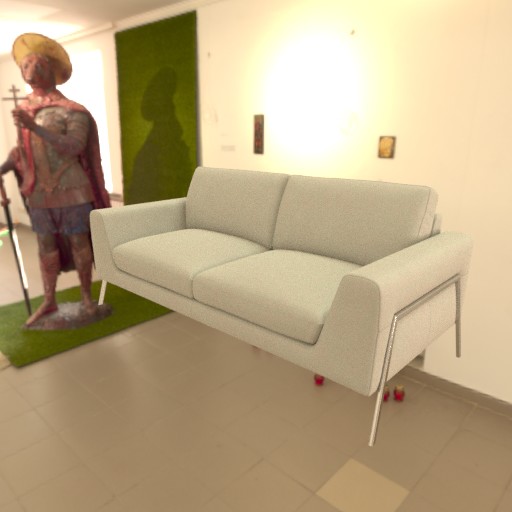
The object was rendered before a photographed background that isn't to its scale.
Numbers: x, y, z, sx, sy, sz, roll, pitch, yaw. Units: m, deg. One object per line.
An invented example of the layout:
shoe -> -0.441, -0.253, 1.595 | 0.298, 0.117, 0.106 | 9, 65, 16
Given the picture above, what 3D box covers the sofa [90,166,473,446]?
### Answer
sofa -> 0.000, 0.000, 2.493 | 2.017, 0.875, 0.953 | 14, 21, 41
